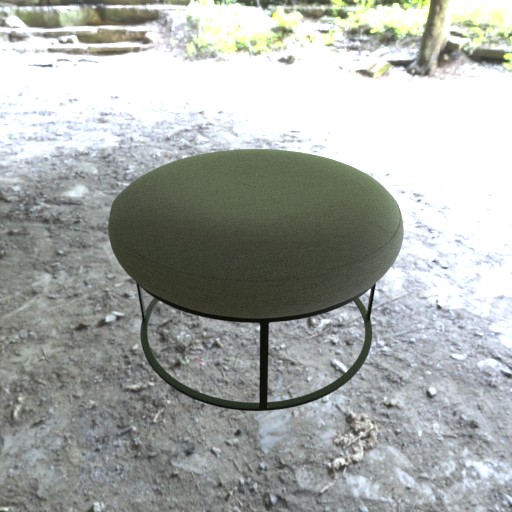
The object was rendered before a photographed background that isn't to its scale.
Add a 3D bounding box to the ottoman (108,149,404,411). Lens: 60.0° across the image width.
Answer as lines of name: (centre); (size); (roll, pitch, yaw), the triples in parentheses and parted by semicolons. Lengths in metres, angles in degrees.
ottoman: (0.000, 0.000, 1.267); (0.769, 0.459, 0.769); (0, 31, 0)
